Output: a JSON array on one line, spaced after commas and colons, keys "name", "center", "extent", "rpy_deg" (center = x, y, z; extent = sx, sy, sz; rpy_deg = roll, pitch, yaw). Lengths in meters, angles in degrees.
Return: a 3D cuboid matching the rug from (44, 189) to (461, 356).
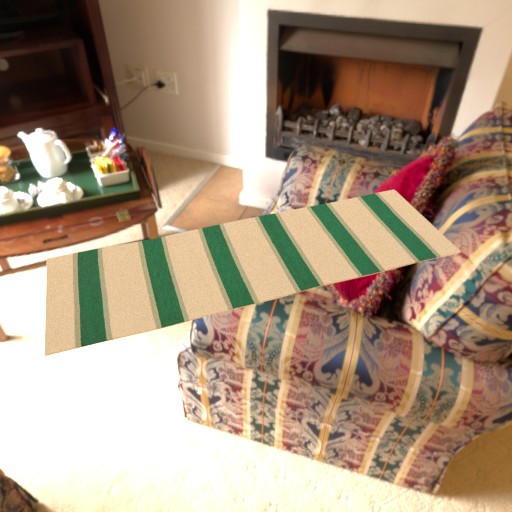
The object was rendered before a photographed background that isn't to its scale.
[{"name": "rug", "center": [0.000, 0.000, 2.731], "extent": [2.438, 0.012, 0.768], "rpy_deg": [-12, 42, -14]}]
